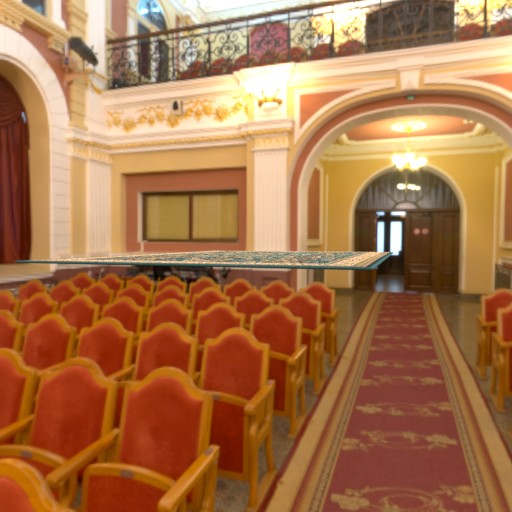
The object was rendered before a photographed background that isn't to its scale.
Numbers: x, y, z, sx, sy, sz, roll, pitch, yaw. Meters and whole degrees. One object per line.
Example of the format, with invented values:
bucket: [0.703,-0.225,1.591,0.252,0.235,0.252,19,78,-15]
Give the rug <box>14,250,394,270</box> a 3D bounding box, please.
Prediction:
rug: [0.000,0.000,3.906,2.226,0.015,3.044,1,2,19]
